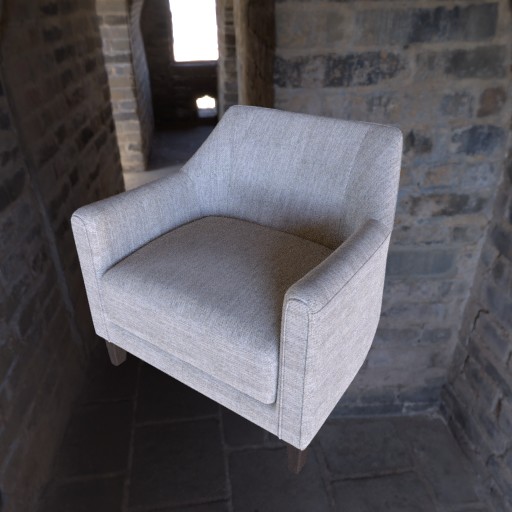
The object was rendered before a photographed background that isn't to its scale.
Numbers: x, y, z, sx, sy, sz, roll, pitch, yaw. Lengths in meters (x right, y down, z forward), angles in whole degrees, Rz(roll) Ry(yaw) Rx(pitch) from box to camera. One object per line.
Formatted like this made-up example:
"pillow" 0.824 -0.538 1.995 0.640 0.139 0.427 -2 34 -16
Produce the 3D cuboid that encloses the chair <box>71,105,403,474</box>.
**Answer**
"chair" 0.000 0.000 1.404 0.796 0.761 0.758 19 35 30
